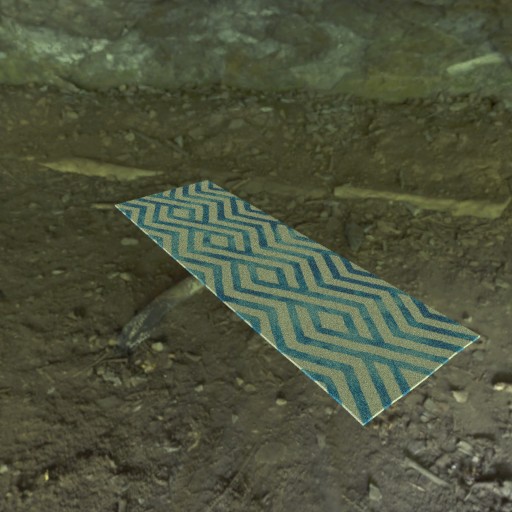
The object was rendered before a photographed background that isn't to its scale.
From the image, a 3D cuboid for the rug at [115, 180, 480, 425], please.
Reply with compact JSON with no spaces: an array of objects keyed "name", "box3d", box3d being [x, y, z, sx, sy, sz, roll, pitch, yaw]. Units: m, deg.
[{"name":"rug","box3d":[0.000,0.000,1.659,0.503,0.007,1.492,-22,38,-31]}]
